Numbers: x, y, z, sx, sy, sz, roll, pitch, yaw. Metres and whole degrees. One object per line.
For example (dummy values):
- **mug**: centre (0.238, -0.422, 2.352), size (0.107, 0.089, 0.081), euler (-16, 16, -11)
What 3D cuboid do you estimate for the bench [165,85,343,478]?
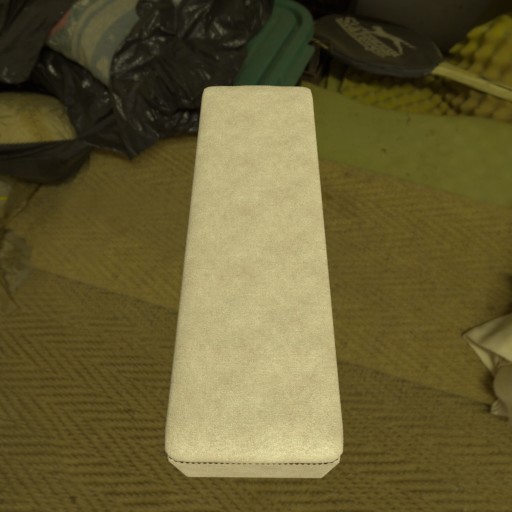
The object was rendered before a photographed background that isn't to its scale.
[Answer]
- **bench**: centre (0.000, 0.000, 1.680), size (0.470, 0.447, 1.482), euler (0, 58, 0)
